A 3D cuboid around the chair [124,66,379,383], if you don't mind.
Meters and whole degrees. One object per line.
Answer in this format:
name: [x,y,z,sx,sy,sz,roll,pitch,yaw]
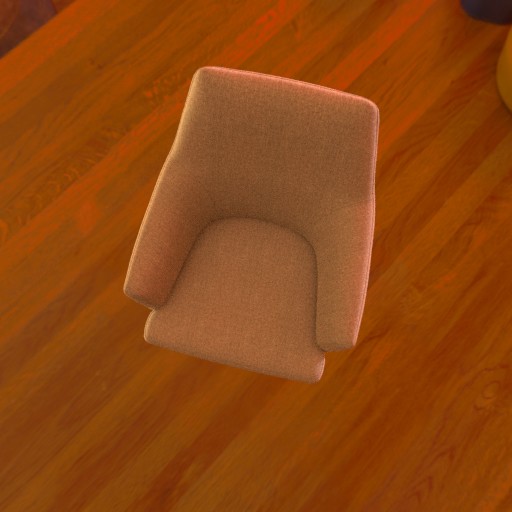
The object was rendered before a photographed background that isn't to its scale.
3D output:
chair: [0.000,0.000,1.371,0.642,0.874,0.677,13,76,3]
